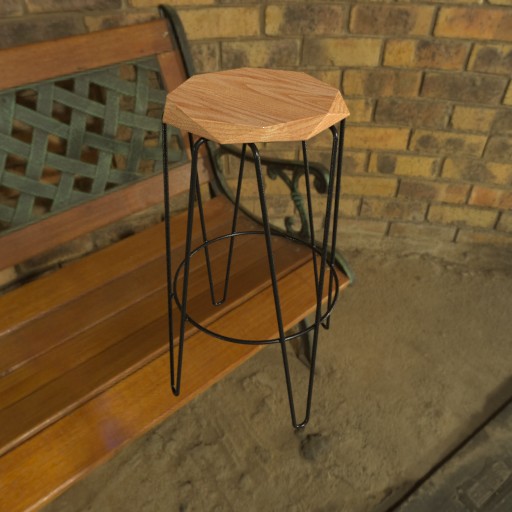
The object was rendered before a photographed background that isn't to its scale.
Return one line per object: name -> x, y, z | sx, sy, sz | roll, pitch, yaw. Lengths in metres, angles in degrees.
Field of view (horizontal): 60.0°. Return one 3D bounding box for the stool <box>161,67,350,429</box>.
stool -> 0.000, 0.000, 0.837 | 0.326, 0.610, 0.326 | 11, 40, 13
